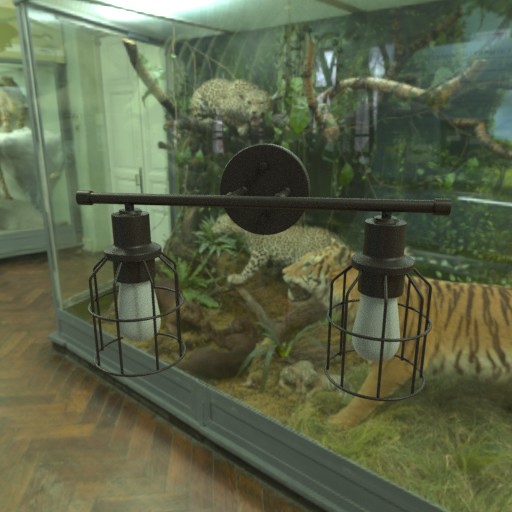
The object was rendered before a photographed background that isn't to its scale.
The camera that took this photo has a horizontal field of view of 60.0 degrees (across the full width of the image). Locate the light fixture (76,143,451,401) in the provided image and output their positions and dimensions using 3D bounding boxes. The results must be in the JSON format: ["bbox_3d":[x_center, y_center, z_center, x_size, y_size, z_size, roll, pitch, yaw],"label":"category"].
[{"bbox_3d":[0.000,0.000,0.526,0.406,0.254,0.165,3,16,9],"label":"light fixture"}]
